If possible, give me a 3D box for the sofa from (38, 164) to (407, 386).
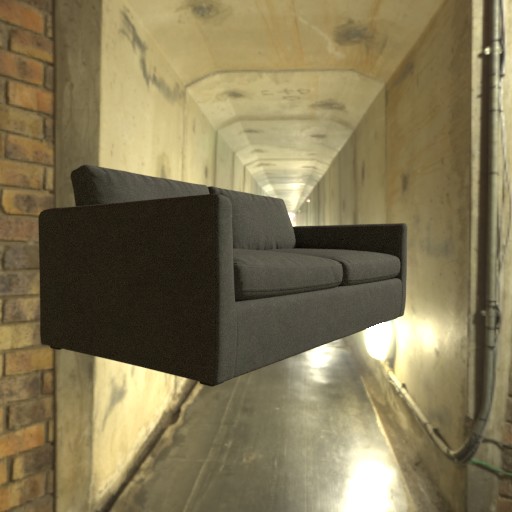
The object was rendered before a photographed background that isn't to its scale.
[{"bbox_3d":[0.000,0.000,2.466,1.091,0.845,1.909,0,1,36],"label":"sofa"}]
